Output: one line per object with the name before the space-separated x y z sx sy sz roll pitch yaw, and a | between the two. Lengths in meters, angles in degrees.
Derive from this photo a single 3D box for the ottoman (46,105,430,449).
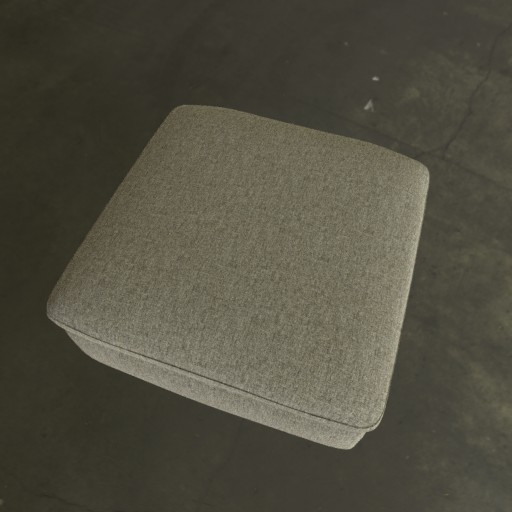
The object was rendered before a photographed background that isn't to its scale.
ottoman | 0.000 0.000 1.608 1.039 0.526 1.035 17 60 10
